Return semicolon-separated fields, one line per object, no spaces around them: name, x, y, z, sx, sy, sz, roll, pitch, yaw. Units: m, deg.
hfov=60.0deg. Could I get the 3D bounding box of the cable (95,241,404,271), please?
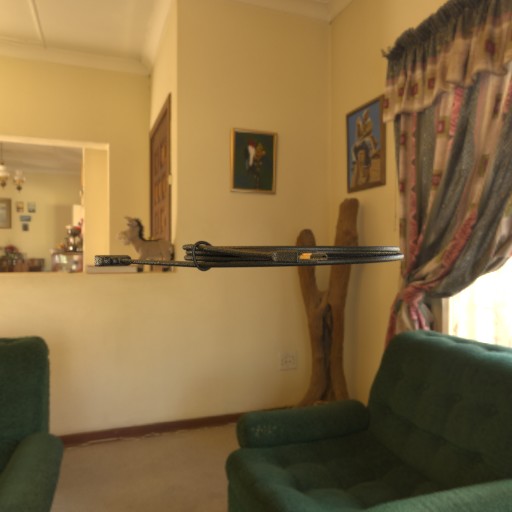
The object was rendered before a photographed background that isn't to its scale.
cable;0.000;0.000;0.527;0.257;0.030;0.422;0;1;-36
